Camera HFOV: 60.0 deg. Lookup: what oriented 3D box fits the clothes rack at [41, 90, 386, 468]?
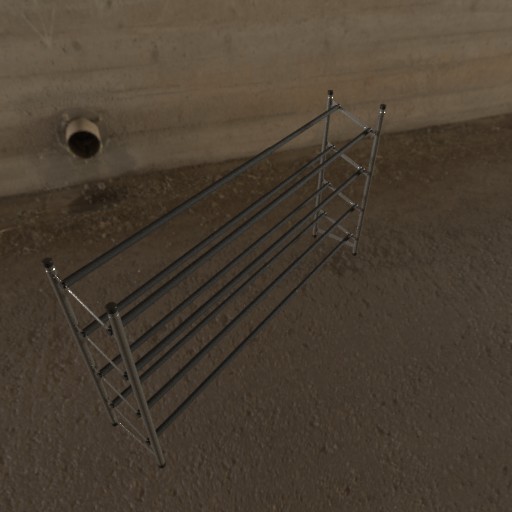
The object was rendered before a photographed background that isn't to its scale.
[{"bbox_3d":[0.000,0.000,1.426,0.229,0.672,1.168,27,48,27],"label":"clothes rack"}]
